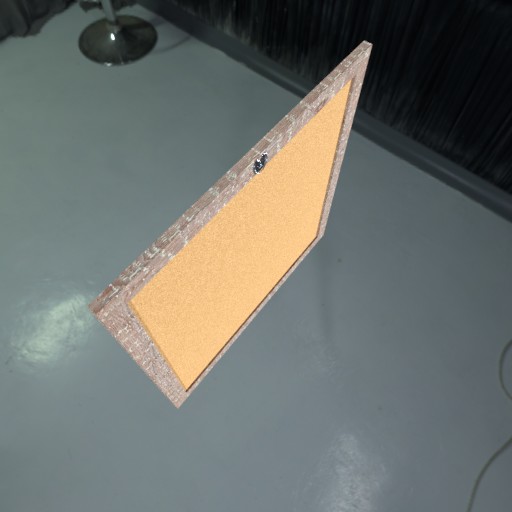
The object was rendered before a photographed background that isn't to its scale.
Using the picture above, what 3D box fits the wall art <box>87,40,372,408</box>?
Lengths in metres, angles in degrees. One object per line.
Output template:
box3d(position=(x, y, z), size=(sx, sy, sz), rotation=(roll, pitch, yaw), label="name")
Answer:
box3d(position=(0.000, 0.000, 0.562), size=(0.012, 0.384, 0.384), rotation=(35, 67, 17), label="wall art")
